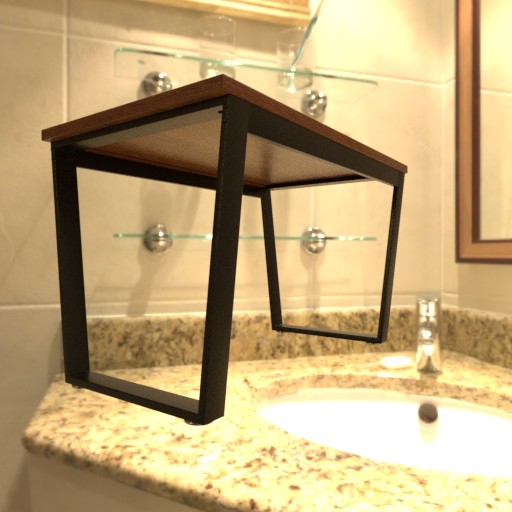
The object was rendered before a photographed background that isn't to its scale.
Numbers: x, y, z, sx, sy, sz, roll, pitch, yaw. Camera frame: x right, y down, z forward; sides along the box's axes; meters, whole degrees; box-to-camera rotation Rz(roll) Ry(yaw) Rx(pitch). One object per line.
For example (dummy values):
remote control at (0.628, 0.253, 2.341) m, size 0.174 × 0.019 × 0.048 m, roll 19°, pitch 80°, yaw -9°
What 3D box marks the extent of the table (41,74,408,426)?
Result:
table at (0.000, 0.000, 1.607) m, size 0.714 × 0.760 × 1.205 m, roll 0°, pitch 1°, yaw 36°
